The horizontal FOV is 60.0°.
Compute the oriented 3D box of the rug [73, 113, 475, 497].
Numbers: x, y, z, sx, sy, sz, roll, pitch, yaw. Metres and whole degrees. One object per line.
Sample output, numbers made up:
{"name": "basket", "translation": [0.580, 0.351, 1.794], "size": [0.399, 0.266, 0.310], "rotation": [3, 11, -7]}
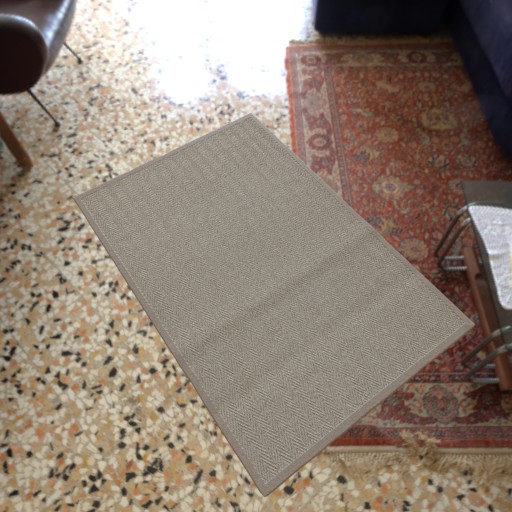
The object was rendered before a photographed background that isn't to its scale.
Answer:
{"name": "rug", "translation": [0.000, 0.000, 2.864], "size": [1.540, 0.021, 2.290], "rotation": [-31, 63, -18]}
